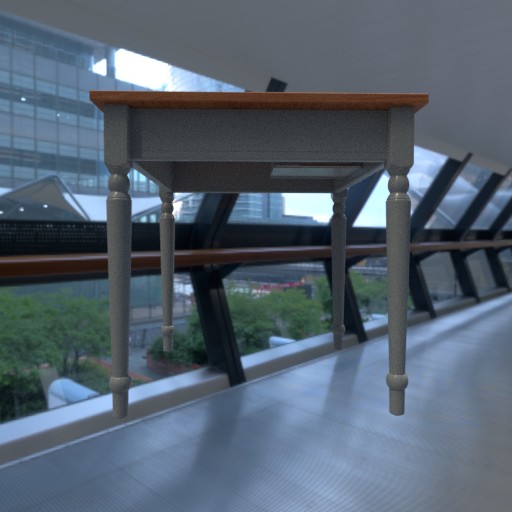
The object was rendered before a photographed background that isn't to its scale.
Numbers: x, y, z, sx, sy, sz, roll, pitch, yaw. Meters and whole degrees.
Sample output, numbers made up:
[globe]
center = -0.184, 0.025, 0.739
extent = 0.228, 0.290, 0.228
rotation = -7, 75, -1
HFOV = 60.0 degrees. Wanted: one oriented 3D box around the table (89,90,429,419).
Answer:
[table]
center = 0.000, 0.000, 1.355
extent = 0.747, 0.738, 0.747
rotation = 0, 1, -2
